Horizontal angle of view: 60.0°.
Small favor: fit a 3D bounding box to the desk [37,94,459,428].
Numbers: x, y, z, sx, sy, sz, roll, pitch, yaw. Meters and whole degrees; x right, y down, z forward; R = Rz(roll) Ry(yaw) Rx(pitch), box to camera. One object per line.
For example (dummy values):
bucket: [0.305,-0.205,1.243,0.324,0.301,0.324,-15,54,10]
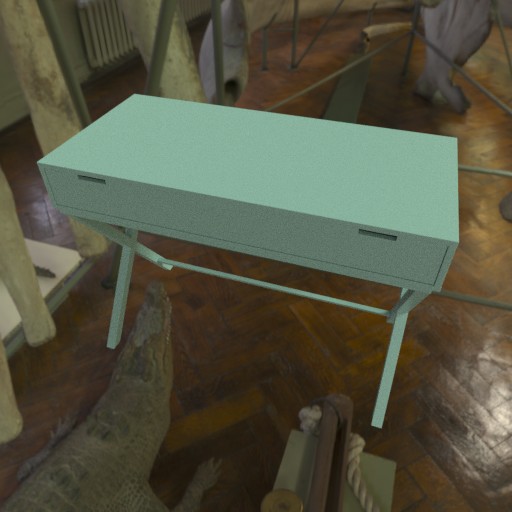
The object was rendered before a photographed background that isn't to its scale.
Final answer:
desk: [0.000,0.000,1.483,1.059,0.780,0.509,13,42,14]
